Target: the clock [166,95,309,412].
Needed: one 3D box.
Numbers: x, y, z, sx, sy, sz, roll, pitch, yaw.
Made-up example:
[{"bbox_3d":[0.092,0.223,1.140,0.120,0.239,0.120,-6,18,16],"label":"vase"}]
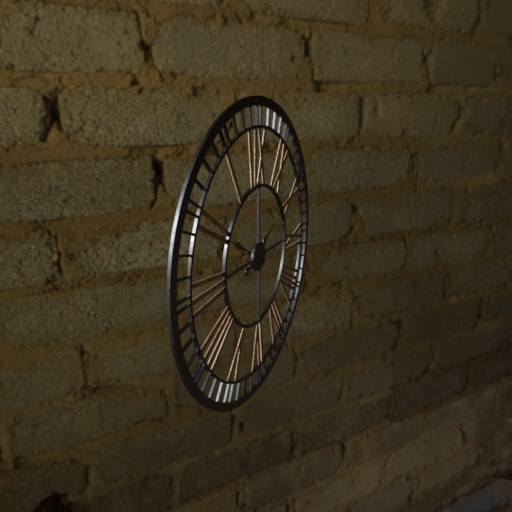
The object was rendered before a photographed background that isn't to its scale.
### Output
[{"bbox_3d":[0.000,0.000,1.238,0.025,0.843,0.843,8,19,24],"label":"clock"}]
